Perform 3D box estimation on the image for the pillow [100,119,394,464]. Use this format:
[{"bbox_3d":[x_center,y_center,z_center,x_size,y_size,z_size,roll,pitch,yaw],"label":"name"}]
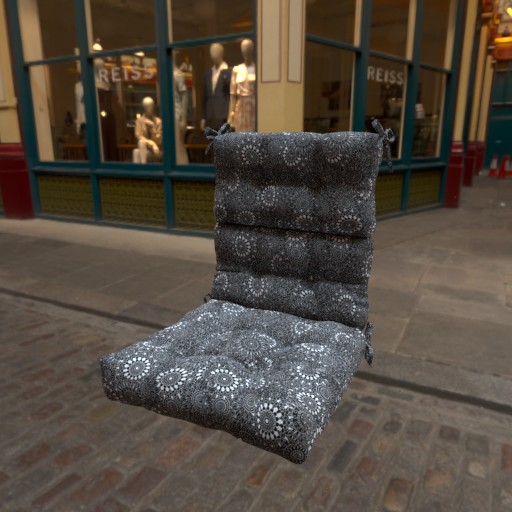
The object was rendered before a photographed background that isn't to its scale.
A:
[{"bbox_3d":[0.000,0.000,1.017,0.519,0.605,0.571,8,17,26],"label":"pillow"}]
